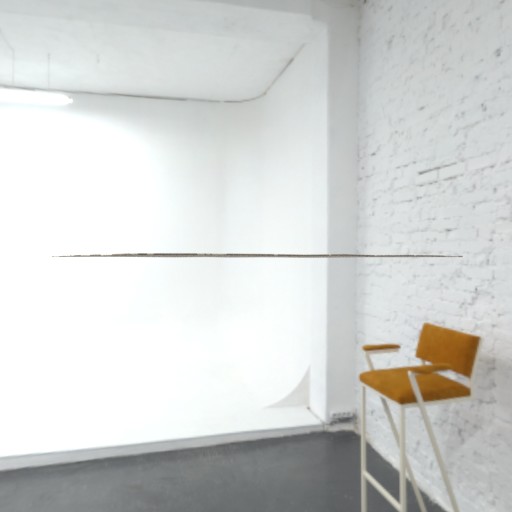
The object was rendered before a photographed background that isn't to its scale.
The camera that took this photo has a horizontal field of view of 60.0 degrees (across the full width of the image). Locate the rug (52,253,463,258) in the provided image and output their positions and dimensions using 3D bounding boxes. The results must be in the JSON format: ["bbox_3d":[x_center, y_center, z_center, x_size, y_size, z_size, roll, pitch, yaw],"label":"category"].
[{"bbox_3d":[0.000,0.000,4.507,3.419,0.020,2.441,0,-1,-35],"label":"rug"}]
